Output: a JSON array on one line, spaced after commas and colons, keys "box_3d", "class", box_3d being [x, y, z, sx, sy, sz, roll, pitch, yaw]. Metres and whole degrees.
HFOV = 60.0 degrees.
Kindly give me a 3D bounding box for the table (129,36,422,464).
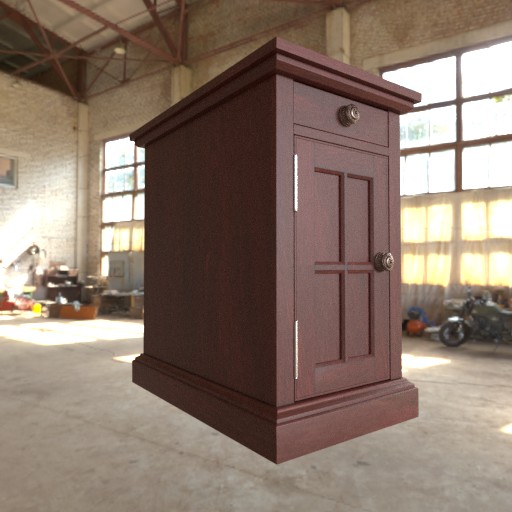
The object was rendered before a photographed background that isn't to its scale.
[{"box_3d": [0.000, 0.000, 0.967, 0.356, 0.612, 0.584, 1, -2, -36], "class": "table"}]
